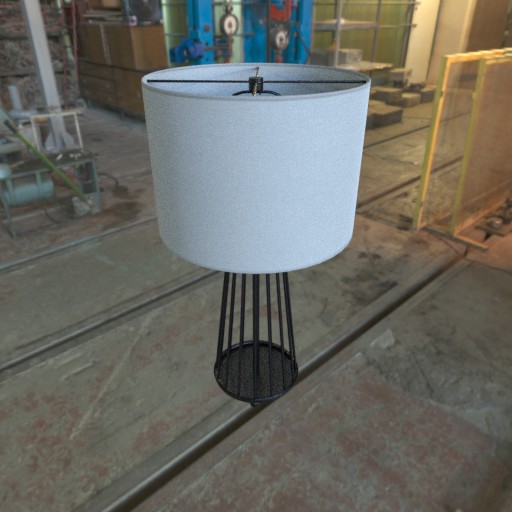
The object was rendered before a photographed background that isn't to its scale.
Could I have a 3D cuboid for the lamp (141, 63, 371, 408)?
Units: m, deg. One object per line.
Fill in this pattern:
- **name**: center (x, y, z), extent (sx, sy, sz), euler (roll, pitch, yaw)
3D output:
- **lamp**: center (0.000, 0.000, 0.781), extent (0.322, 0.593, 0.322), euler (1, 30, 1)
